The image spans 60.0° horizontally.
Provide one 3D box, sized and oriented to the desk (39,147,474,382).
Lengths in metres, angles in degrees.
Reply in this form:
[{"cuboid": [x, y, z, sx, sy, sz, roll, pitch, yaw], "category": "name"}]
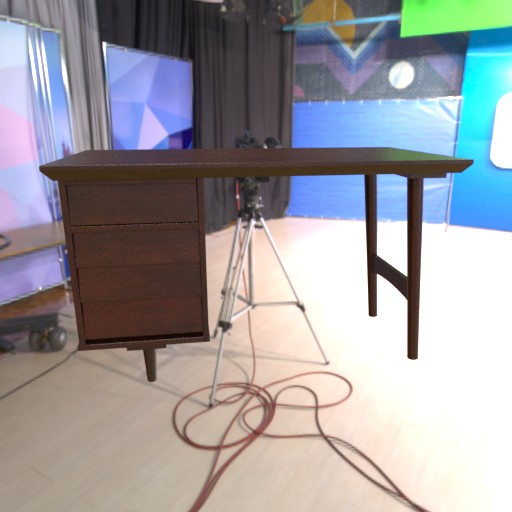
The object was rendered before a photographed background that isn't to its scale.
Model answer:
[{"cuboid": [0.000, 0.000, 1.687, 1.277, 0.758, 0.612, -3, 18, -8], "category": "desk"}]
